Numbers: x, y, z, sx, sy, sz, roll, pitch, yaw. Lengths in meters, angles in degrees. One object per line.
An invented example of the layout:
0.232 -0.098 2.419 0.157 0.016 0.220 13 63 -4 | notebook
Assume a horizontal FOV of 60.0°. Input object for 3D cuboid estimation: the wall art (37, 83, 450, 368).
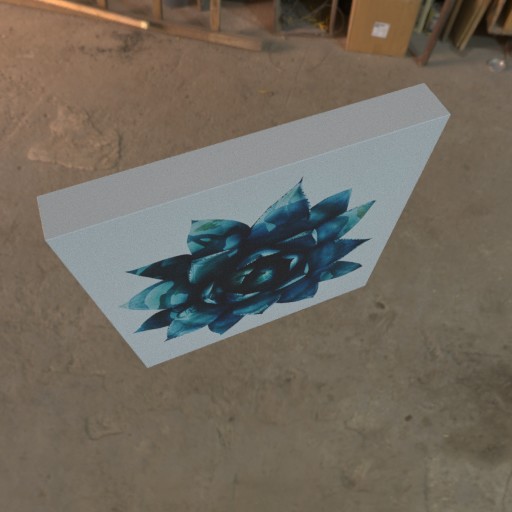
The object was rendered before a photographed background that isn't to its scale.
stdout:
0.000 0.000 0.452 0.305 0.305 0.038 -19 63 -10 | wall art
